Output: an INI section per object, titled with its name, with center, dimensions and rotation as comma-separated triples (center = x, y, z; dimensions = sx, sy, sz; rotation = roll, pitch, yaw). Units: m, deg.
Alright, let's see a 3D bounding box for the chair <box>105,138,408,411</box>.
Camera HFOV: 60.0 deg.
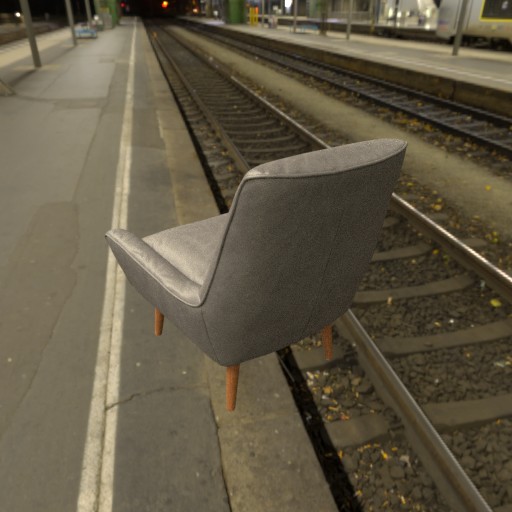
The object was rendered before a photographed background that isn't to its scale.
[chair]
center = 0.000, 0.000, 1.512
dimensions = 0.787, 0.888, 0.822
rotation = -19, 34, -30
